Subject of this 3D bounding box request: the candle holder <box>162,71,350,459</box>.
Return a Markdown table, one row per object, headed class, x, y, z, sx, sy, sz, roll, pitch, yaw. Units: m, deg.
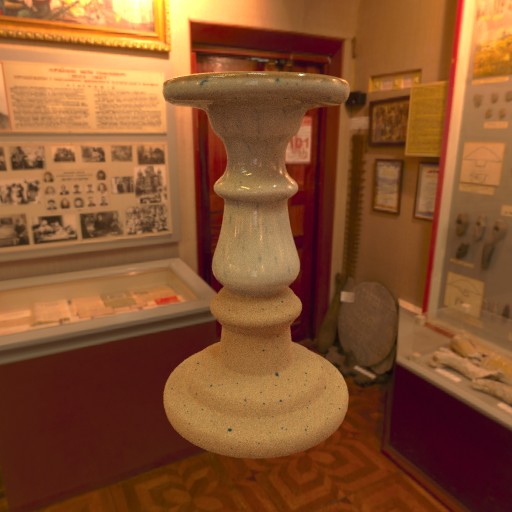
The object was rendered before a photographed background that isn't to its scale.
| class | x | y | z | sx | sy | sz | roll | pitch | yaw |
| --- | --- | --- | --- | --- | --- | --- | --- | --- | --- |
| candle holder | 0.000 | 0.000 | 0.276 | 0.123 | 0.202 | 0.123 | 0 | 15 | 0 |
